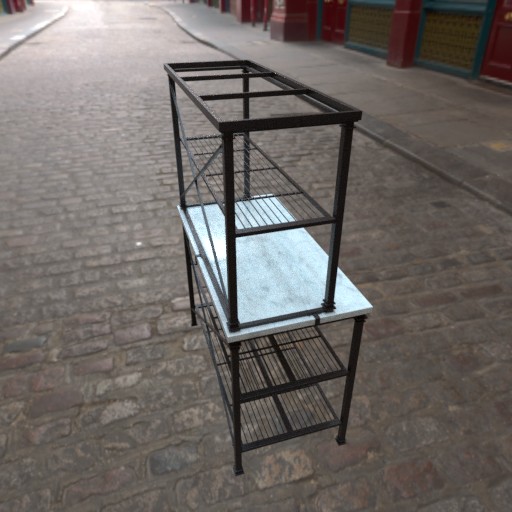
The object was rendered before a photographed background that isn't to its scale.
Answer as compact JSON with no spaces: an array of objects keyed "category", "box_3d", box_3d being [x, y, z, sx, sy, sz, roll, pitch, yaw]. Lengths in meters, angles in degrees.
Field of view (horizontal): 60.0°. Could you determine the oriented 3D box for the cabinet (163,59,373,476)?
[{"category":"cabinet","box_3d":[0.000,0.000,2.221,0.610,1.659,1.210,-9,32,-15]}]
